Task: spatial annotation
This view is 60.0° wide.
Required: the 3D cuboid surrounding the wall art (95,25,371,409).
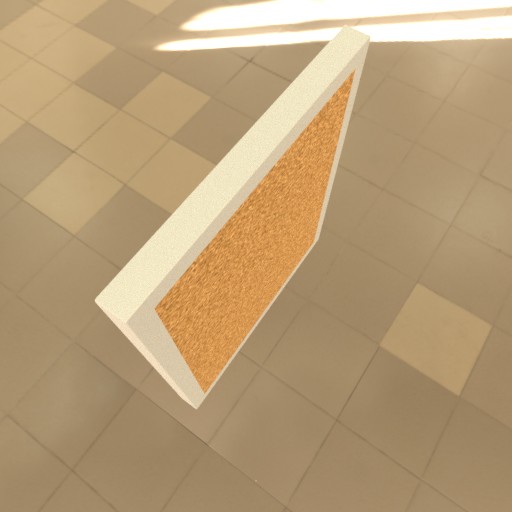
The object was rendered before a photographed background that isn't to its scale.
[{"bbox_3d":[0.000,0.000,0.514,0.028,0.381,0.331,32,67,15],"label":"wall art"}]
